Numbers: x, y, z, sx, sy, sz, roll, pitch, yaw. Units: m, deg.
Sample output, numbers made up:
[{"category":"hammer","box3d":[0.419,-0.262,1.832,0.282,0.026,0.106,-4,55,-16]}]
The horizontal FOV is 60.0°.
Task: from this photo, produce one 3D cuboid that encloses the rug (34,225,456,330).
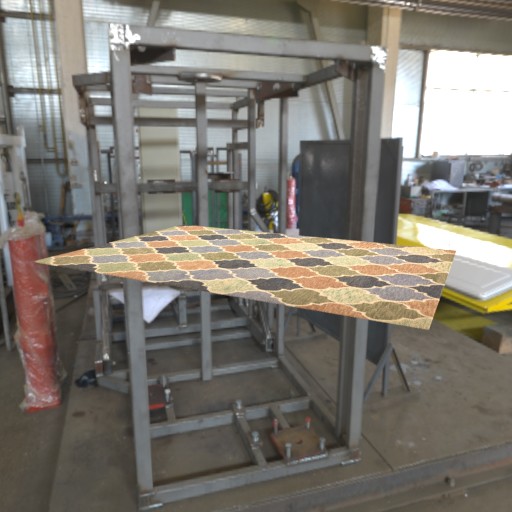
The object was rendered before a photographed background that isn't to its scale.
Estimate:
[{"category":"rug","box3d":[0.000,0.000,2.298,1.828,0.006,1.216,7,15,27]}]
